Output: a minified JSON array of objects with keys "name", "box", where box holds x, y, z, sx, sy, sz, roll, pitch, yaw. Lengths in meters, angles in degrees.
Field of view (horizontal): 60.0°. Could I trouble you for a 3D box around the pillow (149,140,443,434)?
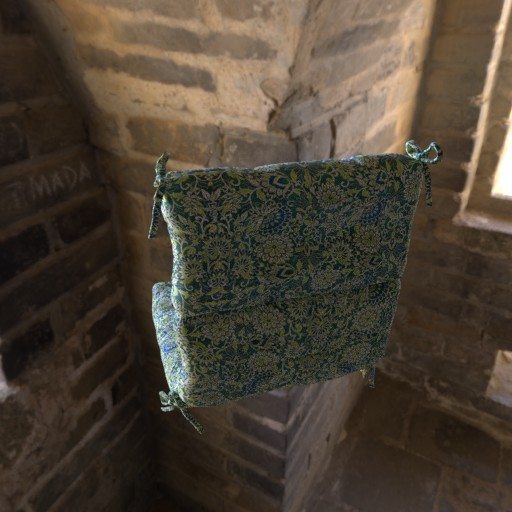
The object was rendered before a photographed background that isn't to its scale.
[{"name":"pillow","box":[0.000,0.000,1.030,0.519,0.605,0.571,-8,28,-16]}]
